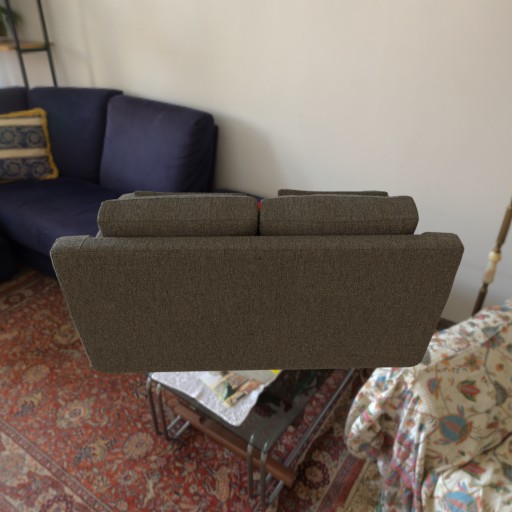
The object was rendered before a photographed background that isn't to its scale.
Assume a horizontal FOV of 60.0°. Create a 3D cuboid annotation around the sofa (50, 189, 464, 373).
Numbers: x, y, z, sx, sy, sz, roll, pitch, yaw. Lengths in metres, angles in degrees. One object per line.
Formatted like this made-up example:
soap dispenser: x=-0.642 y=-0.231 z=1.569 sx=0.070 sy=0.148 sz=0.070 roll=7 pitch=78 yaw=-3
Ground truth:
sofa: x=0.000 y=0.000 z=2.474 sx=1.778 sy=0.991 sz=1.120 roll=-1 pitch=31 yaw=-1
